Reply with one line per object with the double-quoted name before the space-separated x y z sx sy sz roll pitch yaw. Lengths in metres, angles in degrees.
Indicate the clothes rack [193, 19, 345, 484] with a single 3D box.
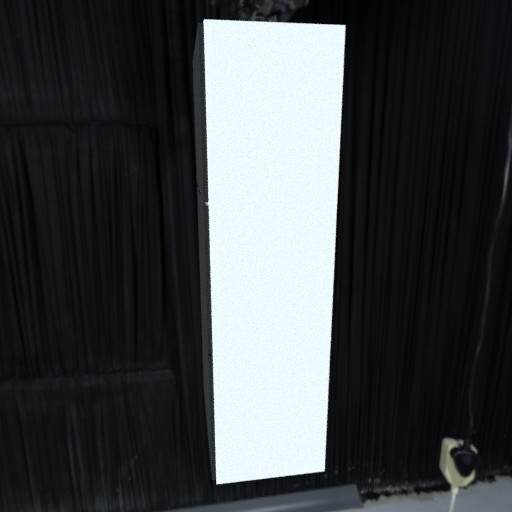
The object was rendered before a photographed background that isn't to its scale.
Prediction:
"clothes rack" 0.000 0.000 1.359 0.330 1.187 0.500 -2 15 -9
